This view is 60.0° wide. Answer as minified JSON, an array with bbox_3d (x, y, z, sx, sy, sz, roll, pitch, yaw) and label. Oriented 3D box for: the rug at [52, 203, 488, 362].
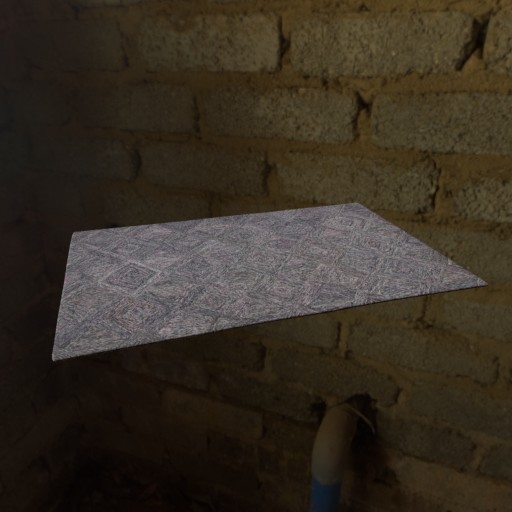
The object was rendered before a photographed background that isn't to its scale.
[{"bbox_3d":[0.000,0.000,2.170,1.752,0.013,1.158,-8,27,-15],"label":"rug"}]
